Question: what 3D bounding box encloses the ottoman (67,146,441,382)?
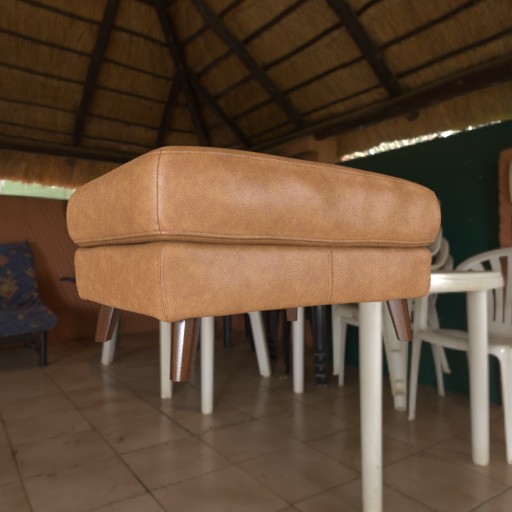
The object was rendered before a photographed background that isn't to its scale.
[{"bbox_3d":[0.000,0.000,1.213,0.869,0.461,0.630,0,0,-36],"label":"ottoman"}]
